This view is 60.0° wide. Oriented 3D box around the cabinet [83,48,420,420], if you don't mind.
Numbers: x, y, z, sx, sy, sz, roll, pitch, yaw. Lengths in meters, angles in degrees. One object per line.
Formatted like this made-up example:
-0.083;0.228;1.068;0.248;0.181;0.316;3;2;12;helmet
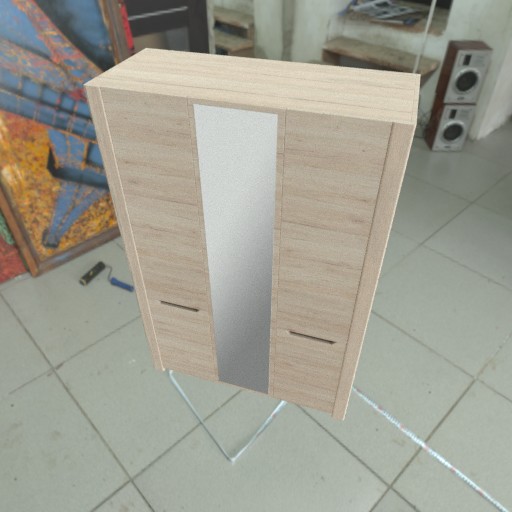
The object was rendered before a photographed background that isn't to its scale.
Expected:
0.000;0.000;2.649;1.400;2.070;0.580;11;42;13;cabinet
